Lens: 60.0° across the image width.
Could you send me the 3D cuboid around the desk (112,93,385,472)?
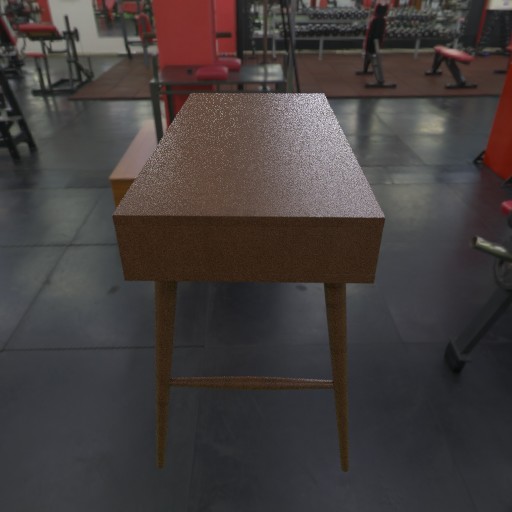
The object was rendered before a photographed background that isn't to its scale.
[{"bbox_3d":[0.000,0.000,1.363,0.510,0.758,0.949,1,32,1],"label":"desk"}]
